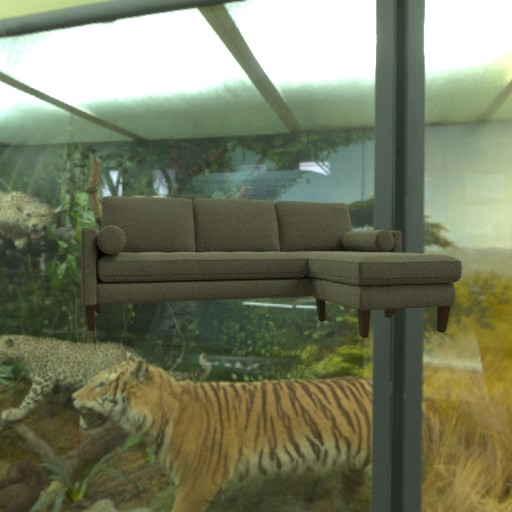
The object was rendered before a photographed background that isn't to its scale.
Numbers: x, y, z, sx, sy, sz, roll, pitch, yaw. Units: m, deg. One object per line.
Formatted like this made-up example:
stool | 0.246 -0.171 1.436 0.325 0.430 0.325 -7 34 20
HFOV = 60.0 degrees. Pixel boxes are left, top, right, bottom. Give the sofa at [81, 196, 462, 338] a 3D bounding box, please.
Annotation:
sofa | 0.000 0.000 2.960 2.178 0.875 1.506 0 2 -17
